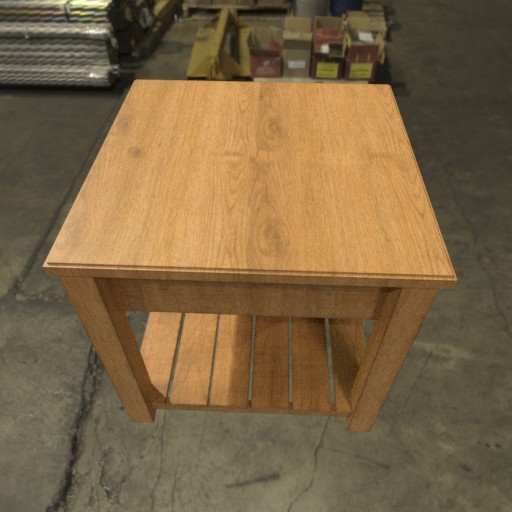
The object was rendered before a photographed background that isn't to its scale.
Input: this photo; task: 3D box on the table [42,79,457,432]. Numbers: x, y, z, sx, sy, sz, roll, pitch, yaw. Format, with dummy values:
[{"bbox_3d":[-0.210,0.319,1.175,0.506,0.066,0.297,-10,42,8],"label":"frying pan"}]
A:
[{"bbox_3d":[0.000,0.000,1.078,0.616,0.593,0.612,2,47,2],"label":"table"}]
